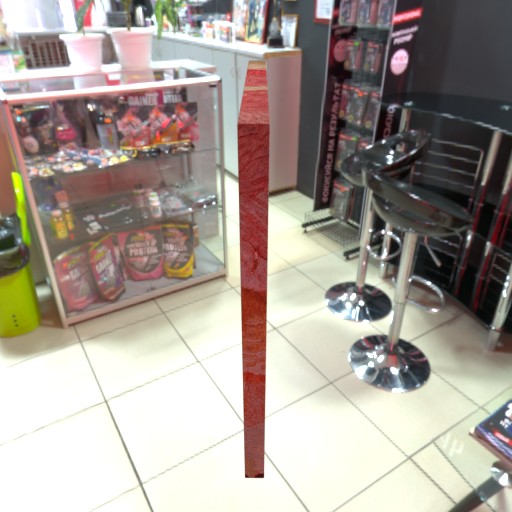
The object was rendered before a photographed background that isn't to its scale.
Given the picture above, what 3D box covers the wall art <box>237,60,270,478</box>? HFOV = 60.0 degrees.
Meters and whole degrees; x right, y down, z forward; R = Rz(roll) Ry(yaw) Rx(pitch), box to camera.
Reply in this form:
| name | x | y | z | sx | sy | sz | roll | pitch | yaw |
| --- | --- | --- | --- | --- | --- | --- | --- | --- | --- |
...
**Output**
| name | x | y | z | sx | sy | sz | roll | pitch | yaw |
| --- | --- | --- | --- | --- | --- | --- | --- | --- | --- |
| wall art | 0.000 | 0.000 | 0.686 | 0.028 | 0.508 | 0.406 | 0 | 31 | 1 |
